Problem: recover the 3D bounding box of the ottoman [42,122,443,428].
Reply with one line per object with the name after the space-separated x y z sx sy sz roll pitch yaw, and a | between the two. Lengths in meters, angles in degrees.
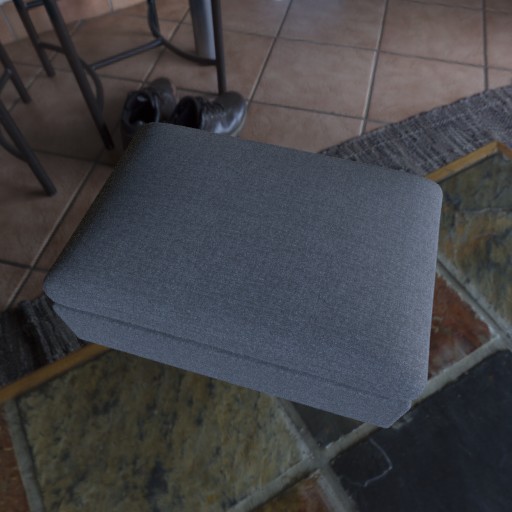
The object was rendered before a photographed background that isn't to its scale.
0.000 0.000 1.409 1.041 0.483 0.711 14 58 9 | ottoman
